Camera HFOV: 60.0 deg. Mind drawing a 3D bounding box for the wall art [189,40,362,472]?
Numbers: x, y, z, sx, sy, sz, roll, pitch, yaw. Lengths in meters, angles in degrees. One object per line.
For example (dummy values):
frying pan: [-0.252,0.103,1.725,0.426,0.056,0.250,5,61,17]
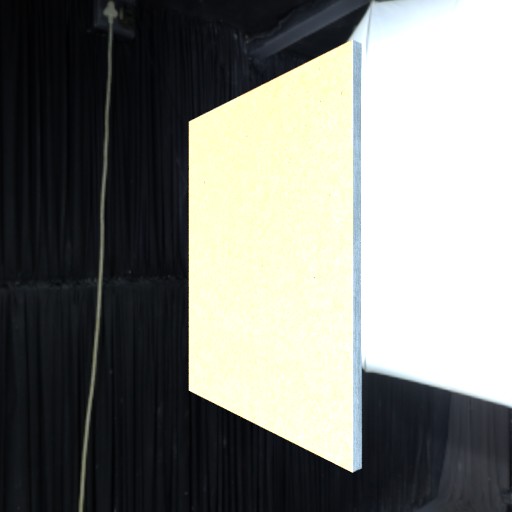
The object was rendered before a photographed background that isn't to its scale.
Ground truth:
wall art: [0.000,0.000,0.826,0.020,0.613,0.481,0,0,-37]
